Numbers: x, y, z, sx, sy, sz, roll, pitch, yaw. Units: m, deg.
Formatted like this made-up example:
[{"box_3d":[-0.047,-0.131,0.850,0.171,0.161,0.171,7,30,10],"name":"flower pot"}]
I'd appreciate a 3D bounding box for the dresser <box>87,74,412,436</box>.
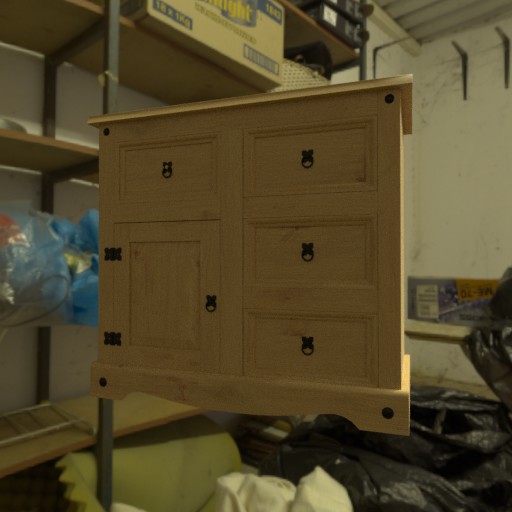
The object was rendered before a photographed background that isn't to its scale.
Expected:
[{"box_3d":[0.000,0.000,1.371,0.915,0.835,0.440,0,-1,19],"name":"dresser"}]
